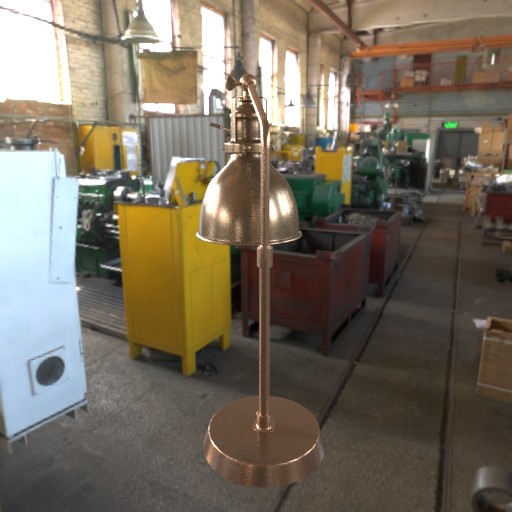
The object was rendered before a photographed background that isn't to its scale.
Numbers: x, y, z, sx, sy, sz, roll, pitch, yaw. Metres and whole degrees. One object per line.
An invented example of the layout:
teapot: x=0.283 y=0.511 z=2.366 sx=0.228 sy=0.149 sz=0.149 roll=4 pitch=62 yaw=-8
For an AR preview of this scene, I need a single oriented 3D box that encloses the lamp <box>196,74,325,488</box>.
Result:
lamp: x=0.000 y=0.000 z=0.570 sx=0.153 sy=0.456 sz=0.286 roll=-2 pitch=15 yaw=-8
